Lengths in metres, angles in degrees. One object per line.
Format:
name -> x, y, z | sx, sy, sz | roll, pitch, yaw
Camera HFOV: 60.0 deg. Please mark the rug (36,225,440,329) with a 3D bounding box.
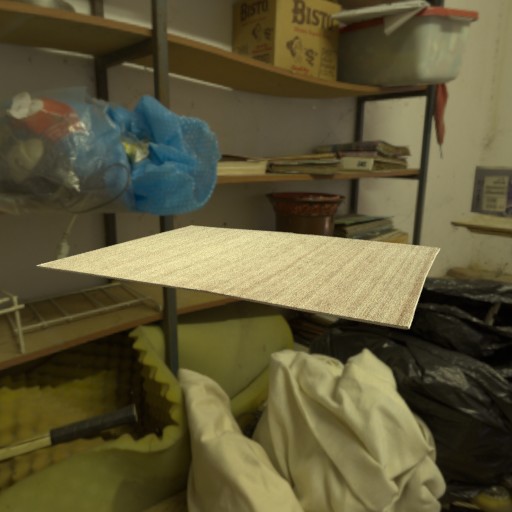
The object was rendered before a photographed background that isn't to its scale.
rug -> 0.000, 0.000, 4.334 | 3.202, 0.045, 2.434 | 7, 15, 26
